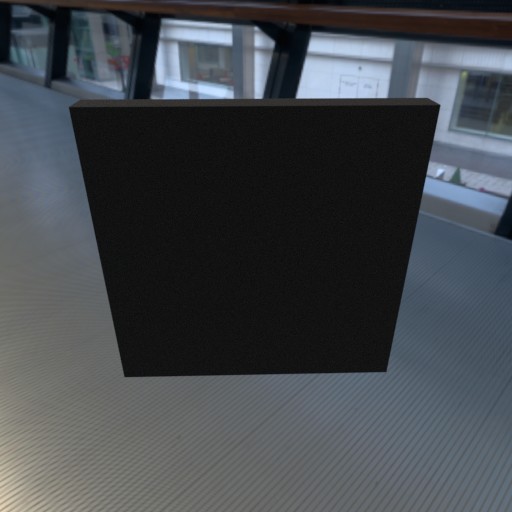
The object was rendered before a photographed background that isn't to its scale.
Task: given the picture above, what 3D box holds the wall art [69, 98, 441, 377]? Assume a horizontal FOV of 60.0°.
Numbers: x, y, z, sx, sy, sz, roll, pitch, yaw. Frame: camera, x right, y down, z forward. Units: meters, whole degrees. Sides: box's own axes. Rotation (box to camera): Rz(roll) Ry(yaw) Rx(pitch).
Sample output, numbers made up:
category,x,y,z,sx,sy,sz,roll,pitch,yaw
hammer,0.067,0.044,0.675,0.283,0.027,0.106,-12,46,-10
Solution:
category,x,y,z,sx,sy,sz,roll,pitch,yaw
wall art,0.000,0.000,0.456,0.308,0.305,0.030,-1,30,-1
